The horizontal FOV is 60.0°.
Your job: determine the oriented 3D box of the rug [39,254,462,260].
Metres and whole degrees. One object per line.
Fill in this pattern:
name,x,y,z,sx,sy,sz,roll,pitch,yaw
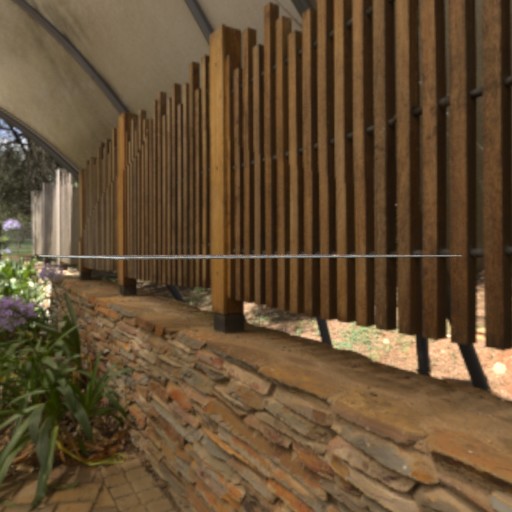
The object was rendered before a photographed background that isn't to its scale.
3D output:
rug,0.000,0.000,2.863,2.284,0.008,1.522,0,1,-37
